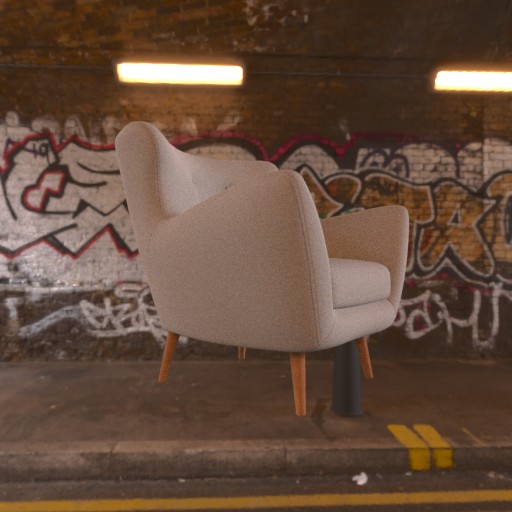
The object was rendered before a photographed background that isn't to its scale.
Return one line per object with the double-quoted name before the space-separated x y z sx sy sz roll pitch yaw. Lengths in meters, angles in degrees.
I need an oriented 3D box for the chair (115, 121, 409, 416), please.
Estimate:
"chair" 0.000 0.000 1.623 0.889 0.889 0.890 -1 -1 36
